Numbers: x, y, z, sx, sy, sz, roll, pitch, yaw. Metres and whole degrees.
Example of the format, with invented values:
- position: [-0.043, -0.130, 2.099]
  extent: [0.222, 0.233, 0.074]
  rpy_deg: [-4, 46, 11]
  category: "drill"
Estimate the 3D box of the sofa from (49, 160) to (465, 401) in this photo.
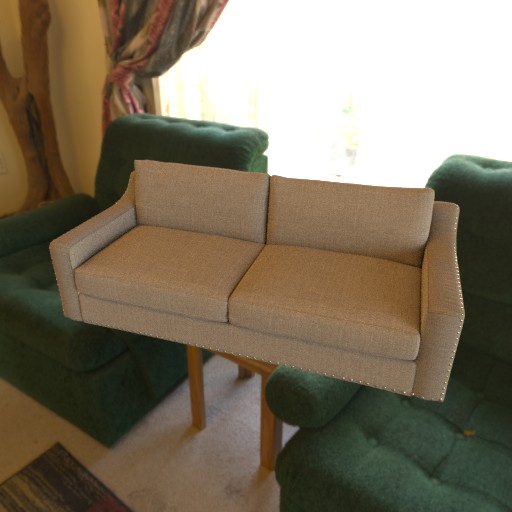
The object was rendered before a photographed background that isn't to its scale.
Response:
- position: [0.000, 0.000, 2.650]
  extent: [2.208, 0.857, 1.000]
  rpy_deg: [9, 29, 16]
  category: "sofa"
